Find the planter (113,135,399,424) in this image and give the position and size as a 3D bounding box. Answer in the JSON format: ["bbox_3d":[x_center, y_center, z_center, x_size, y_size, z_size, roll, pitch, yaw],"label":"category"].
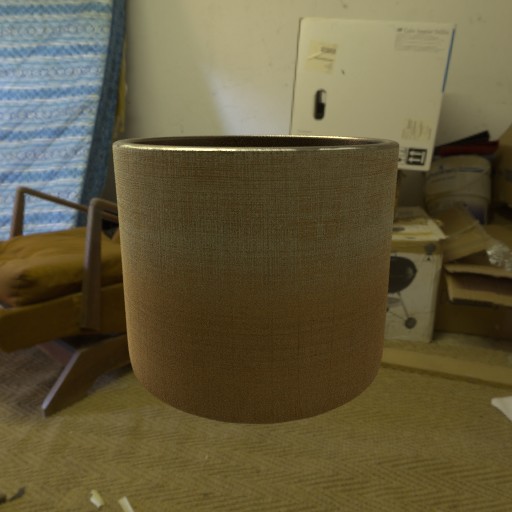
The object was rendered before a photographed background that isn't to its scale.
[{"bbox_3d":[0.000,0.000,0.434,0.254,0.221,0.254,0,17,0],"label":"planter"}]
